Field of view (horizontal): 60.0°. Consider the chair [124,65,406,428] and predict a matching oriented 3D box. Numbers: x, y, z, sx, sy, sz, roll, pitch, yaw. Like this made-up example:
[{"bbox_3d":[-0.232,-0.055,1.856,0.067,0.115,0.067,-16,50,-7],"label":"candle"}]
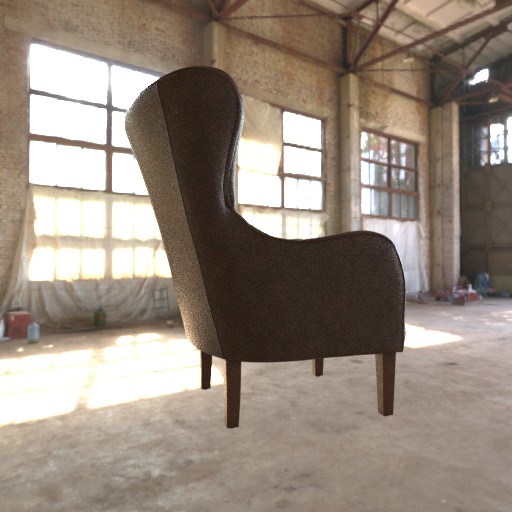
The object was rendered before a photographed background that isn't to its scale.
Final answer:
[{"bbox_3d":[0.000,0.000,1.597,0.914,1.048,0.692,0,-1,-17],"label":"chair"}]
